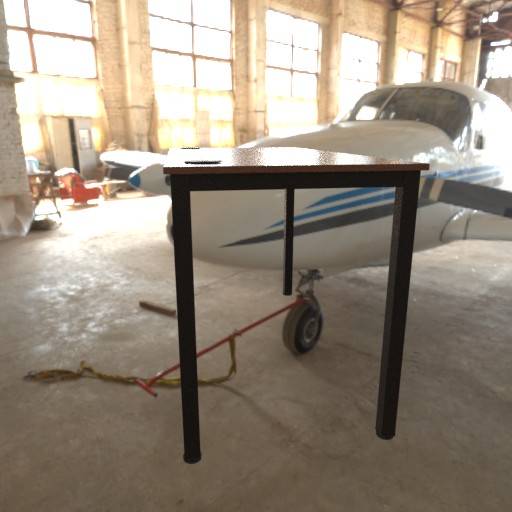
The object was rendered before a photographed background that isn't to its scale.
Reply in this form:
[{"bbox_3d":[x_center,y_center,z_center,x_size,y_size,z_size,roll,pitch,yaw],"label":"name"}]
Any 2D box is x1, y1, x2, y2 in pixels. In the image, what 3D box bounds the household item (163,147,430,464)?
[{"bbox_3d":[0.000,0.000,1.635,0.600,0.750,1.200,-3,16,-10],"label":"household item"}]
